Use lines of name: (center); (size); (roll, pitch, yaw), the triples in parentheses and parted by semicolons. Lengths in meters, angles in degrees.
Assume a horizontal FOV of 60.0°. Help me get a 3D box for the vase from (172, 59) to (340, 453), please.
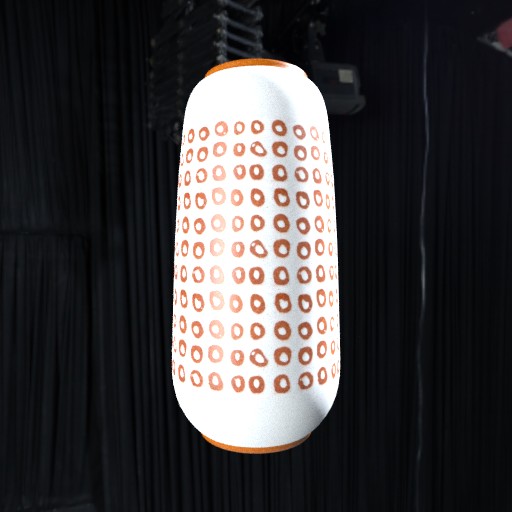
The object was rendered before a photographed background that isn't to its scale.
vase: (0.000, 0.000, 0.357); (0.133, 0.282, 0.133); (0, 1, 0)
